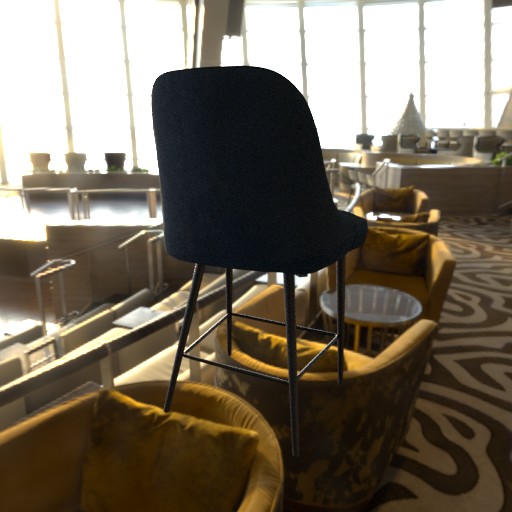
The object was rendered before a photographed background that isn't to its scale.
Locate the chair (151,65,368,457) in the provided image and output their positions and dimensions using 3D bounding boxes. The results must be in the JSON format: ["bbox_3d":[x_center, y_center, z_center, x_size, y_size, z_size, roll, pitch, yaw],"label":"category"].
[{"bbox_3d":[0.000,0.000,1.242,0.526,0.927,0.489,8,18,26],"label":"chair"}]
